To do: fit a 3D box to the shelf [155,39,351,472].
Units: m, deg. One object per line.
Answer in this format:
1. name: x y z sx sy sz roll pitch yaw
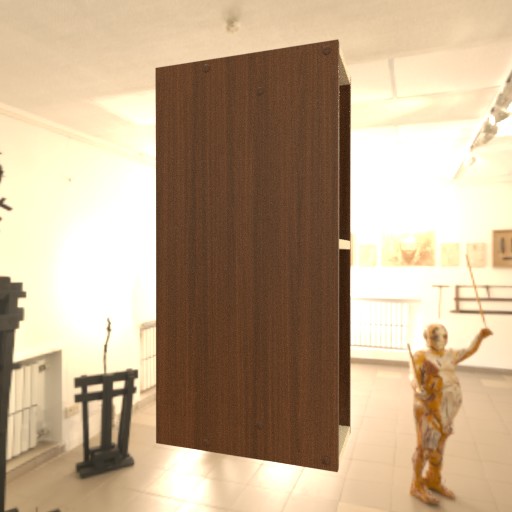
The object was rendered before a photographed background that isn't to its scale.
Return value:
1. shelf: 0.000 0.000 0.729 0.290 0.600 0.147 0 0 19
